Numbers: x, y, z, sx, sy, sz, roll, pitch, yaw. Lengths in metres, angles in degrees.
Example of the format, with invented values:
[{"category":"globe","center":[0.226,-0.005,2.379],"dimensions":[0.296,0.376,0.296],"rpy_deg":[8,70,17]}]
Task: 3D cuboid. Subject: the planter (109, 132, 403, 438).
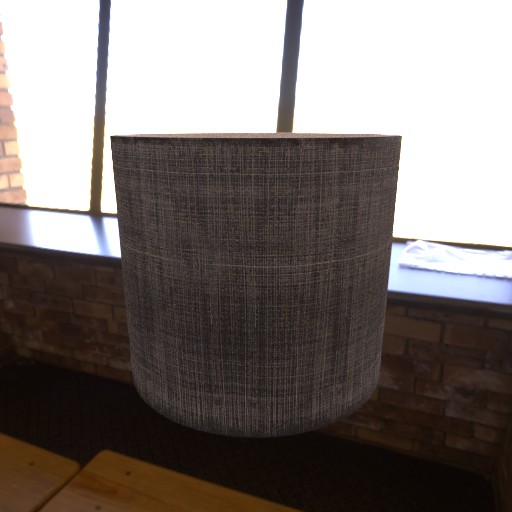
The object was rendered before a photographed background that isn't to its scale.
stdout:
[{"category":"planter","center":[0.000,0.000,0.379],"dimensions":[0.221,0.201,0.221],"rpy_deg":[0,16,0]}]
